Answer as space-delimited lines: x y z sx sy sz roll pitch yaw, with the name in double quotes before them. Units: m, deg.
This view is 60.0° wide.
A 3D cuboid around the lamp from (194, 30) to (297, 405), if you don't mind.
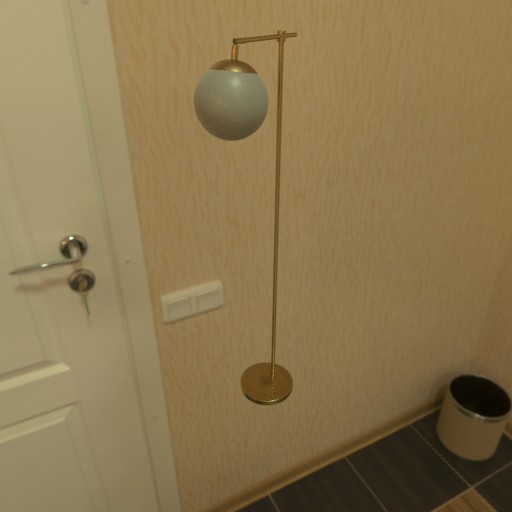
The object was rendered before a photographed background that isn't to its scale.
"lamp" 0.000 0.000 1.672 0.249 1.505 0.476 18 35 29
